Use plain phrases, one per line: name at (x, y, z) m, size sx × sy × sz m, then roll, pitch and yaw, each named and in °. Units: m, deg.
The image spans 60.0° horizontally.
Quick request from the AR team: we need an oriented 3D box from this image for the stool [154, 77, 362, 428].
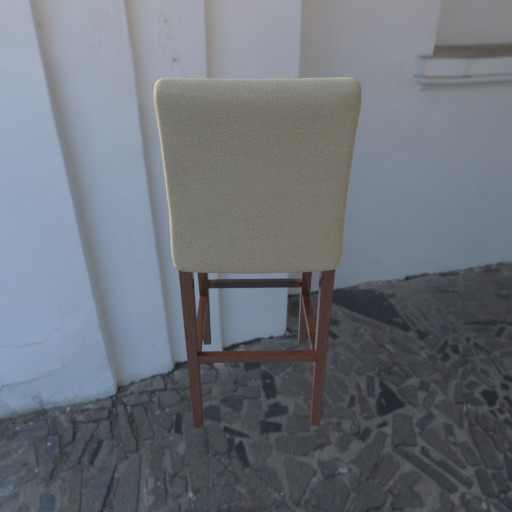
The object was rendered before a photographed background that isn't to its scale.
stool at (0.000, 0.000, 1.352) m, size 0.470 × 1.078 × 0.577 m, roll -1°, pitch 29°, yaw -1°
